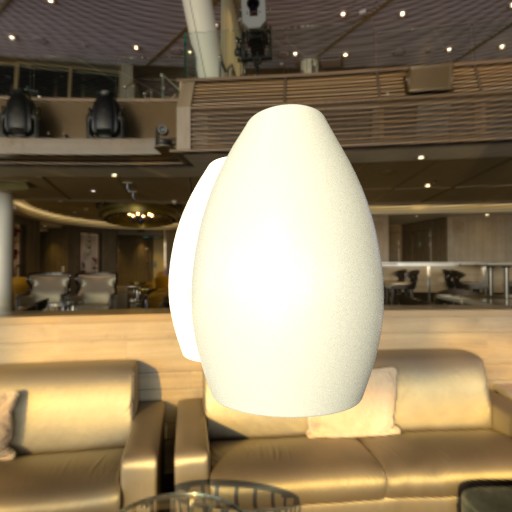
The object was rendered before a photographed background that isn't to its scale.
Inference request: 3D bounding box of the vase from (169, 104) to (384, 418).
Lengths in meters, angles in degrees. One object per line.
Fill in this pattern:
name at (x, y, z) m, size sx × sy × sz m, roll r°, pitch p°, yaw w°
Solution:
vase at (0.000, 0.000, 0.257) m, size 0.089 × 0.131 × 0.187 m, roll 0°, pitch -1°, yaw -17°
